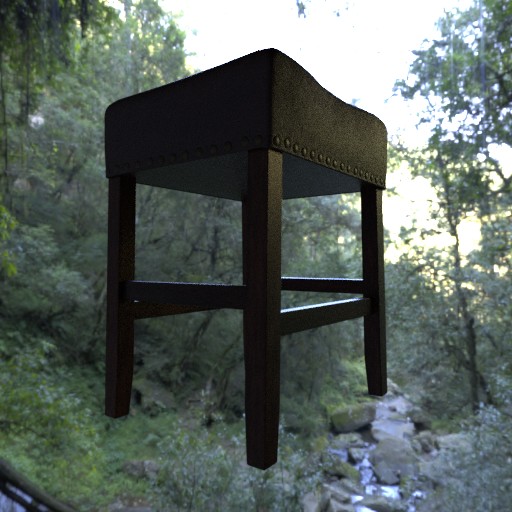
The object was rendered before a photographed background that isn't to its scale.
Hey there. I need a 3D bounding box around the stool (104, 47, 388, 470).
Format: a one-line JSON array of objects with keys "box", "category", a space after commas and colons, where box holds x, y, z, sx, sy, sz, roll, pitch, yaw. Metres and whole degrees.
[{"box": [0.000, 0.000, 0.915, 0.397, 0.608, 0.465, -1, -1, 37], "category": "stool"}]
